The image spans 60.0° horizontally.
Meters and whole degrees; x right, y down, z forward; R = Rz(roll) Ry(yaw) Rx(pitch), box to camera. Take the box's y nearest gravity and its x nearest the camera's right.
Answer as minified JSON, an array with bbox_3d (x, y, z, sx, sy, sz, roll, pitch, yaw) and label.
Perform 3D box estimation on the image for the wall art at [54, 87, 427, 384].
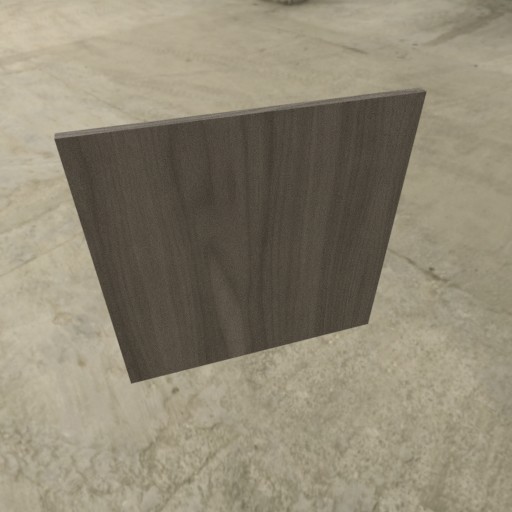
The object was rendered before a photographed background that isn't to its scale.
[{"bbox_3d":[0.000,0.000,0.751,0.508,0.507,0.016,-11,42,-13],"label":"wall art"}]
